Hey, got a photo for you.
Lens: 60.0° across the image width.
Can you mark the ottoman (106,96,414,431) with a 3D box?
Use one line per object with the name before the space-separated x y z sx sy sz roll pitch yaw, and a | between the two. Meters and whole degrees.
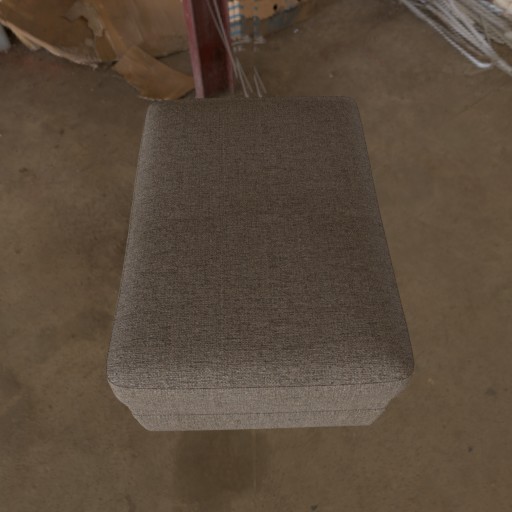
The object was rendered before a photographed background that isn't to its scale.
ottoman | 0.000 0.000 1.247 0.637 0.478 0.885 -1 57 -1
